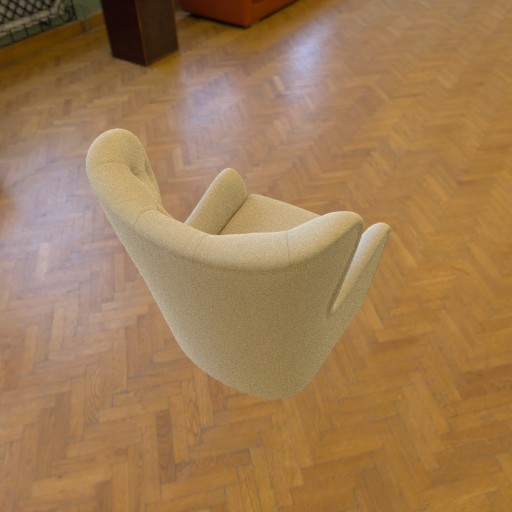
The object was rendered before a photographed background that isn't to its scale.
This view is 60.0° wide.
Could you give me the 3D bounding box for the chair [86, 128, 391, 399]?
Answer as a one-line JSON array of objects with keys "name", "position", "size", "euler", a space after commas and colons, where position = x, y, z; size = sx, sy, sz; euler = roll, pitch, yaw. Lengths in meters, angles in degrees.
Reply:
[{"name": "chair", "position": [0.000, 0.000, 1.730], "size": [0.831, 1.079, 0.929], "euler": [24, 51, 21]}]
